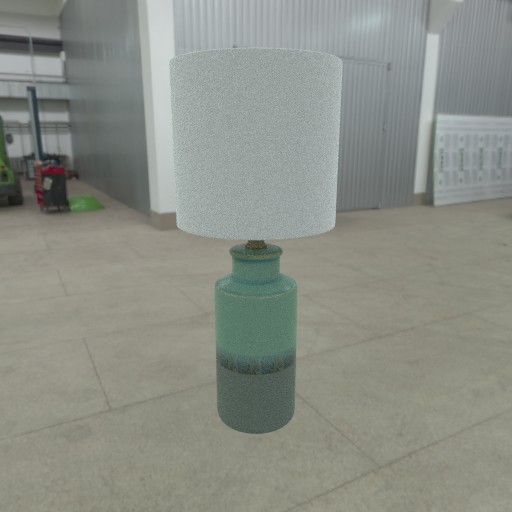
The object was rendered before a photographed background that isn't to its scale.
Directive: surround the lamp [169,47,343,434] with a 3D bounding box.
[{"bbox_3d":[0.000,0.000,0.614,0.212,0.493,0.212,7,17,25],"label":"lamp"}]
